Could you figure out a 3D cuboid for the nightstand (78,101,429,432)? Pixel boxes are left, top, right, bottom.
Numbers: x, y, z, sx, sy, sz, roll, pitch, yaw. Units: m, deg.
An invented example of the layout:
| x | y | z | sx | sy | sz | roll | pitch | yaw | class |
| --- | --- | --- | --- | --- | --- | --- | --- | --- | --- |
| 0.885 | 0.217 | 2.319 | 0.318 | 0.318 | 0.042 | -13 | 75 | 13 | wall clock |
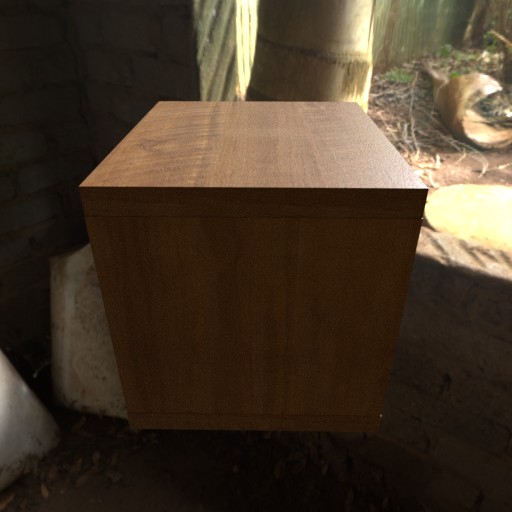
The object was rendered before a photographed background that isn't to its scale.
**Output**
| x | y | z | sx | sy | sz | roll | pitch | yaw | class |
| --- | --- | --- | --- | --- | --- | --- | --- | --- | --- |
| 0.000 | 0.000 | 0.881 | 0.436 | 0.491 | 0.493 | 0 | 31 | 1 | nightstand |
